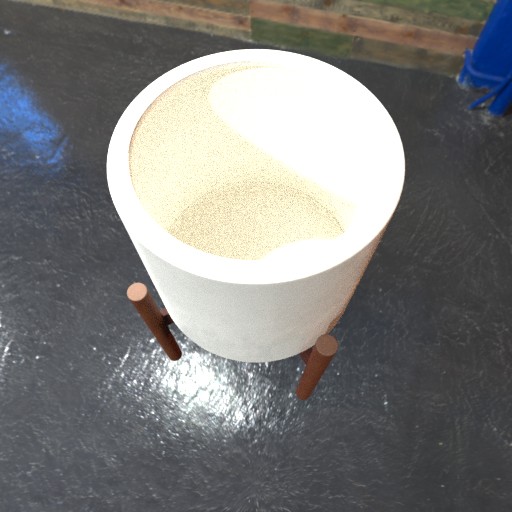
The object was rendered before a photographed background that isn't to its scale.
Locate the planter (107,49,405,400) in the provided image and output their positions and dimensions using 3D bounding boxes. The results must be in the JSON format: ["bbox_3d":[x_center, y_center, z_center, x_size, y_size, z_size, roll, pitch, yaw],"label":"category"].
[{"bbox_3d":[0.000,0.000,0.492,0.224,0.358,0.224,14,63,7],"label":"planter"}]
